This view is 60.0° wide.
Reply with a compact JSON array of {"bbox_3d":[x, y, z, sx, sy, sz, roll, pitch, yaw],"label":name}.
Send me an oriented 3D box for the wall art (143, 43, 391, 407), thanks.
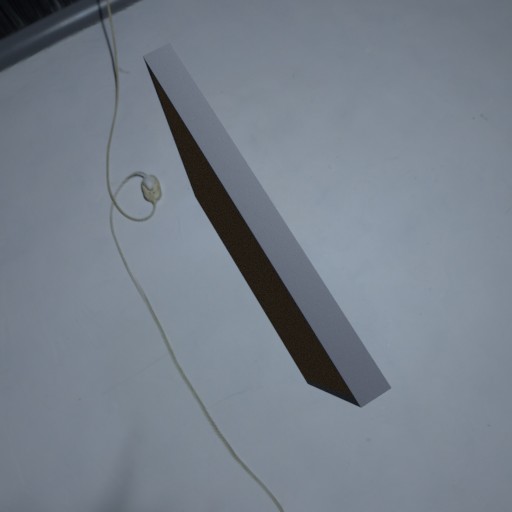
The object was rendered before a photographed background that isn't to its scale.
[{"bbox_3d":[0.000,0.000,0.778,0.040,0.509,0.509,-30,79,-7],"label":"wall art"}]
